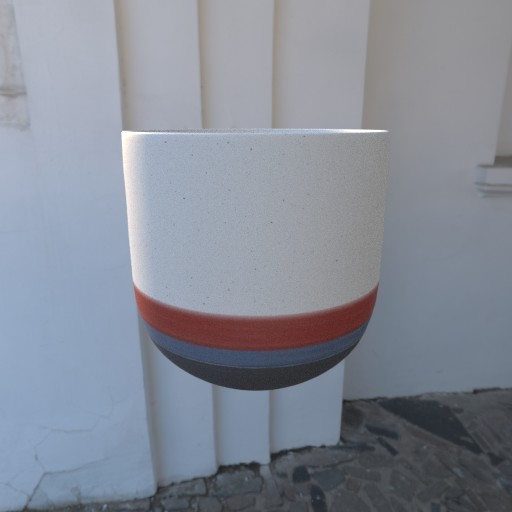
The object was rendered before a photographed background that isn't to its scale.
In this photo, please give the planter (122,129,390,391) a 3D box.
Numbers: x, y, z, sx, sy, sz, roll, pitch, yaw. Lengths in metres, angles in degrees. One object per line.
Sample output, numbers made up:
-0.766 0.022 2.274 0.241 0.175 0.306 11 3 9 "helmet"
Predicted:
0.000 0.000 0.494 0.268 0.270 0.268 0 17 0 "planter"
